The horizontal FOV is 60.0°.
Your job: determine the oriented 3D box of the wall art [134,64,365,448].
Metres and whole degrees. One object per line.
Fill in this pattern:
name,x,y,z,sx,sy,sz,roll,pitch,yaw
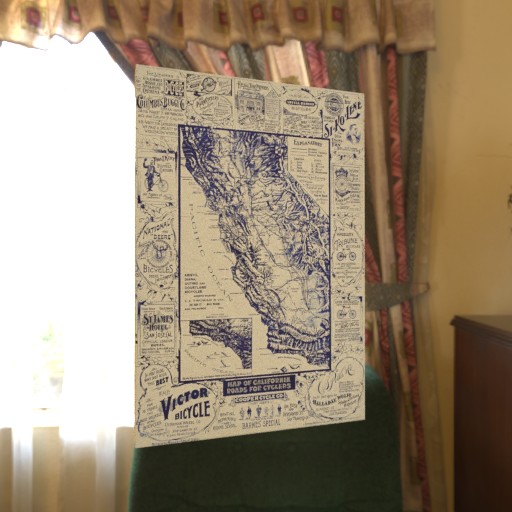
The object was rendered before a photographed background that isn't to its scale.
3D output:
wall art,0.000,0.000,0.773,0.408,0.601,0.040,0,0,-18
